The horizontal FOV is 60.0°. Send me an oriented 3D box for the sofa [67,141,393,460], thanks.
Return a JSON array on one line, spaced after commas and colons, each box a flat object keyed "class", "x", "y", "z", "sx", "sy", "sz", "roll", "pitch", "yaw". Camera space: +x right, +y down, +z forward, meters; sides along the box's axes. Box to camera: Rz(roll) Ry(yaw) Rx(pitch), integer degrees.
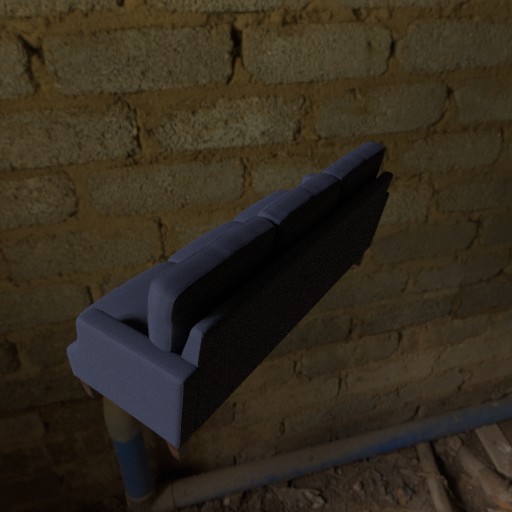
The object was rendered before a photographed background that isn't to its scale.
[{"class": "sofa", "x": 0.000, "y": 0.000, "z": 2.632, "sx": 0.888, "sy": 0.984, "sz": 2.115, "roll": 20, "pitch": 37, "yaw": 29}]
